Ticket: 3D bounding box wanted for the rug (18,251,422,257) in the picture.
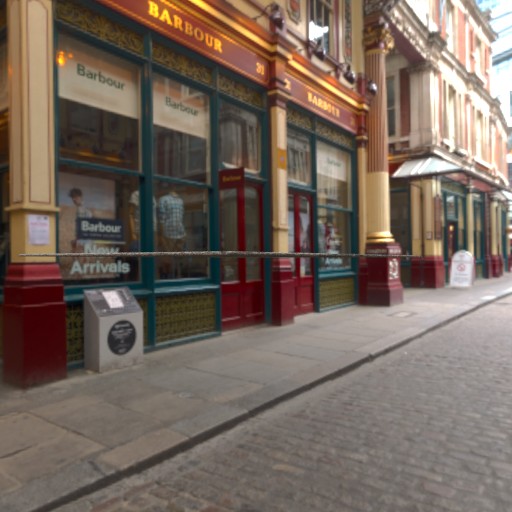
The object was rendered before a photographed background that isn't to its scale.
[{"bbox_3d":[0.000,0.000,4.727,2.393,0.019,3.824,0,0,36],"label":"rug"}]
